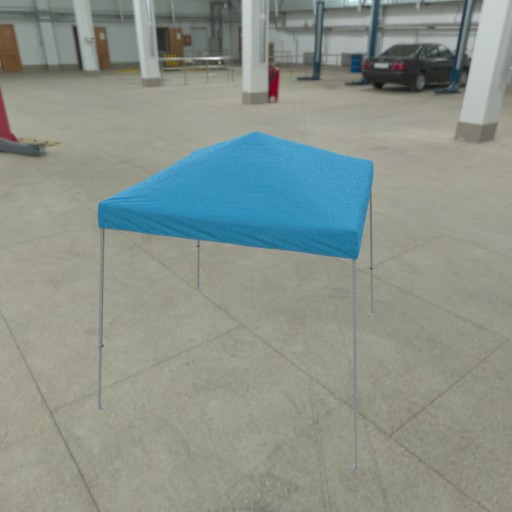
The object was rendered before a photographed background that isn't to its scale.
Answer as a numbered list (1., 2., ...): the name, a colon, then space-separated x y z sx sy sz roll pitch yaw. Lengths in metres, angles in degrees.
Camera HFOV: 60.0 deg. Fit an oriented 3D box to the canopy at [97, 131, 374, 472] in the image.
1. canopy: 0.000 0.000 5.178 2.850 2.850 2.849 7 27 15
